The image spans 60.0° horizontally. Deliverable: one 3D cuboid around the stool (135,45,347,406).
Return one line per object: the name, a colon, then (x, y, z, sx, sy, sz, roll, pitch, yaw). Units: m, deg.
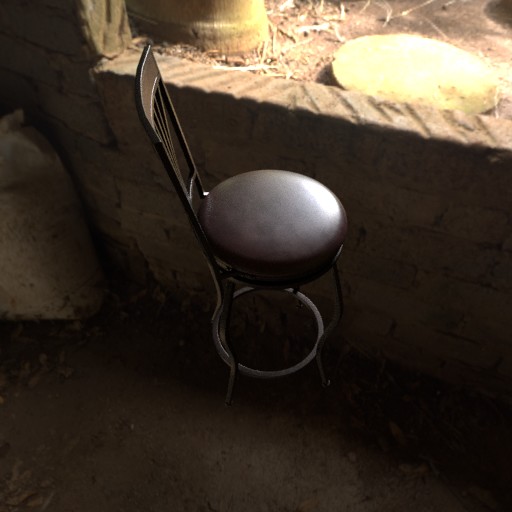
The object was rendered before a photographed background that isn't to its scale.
stool: (0.000, 0.000, 1.352, 0.514, 1.117, 0.433, -9, 47, -8)
